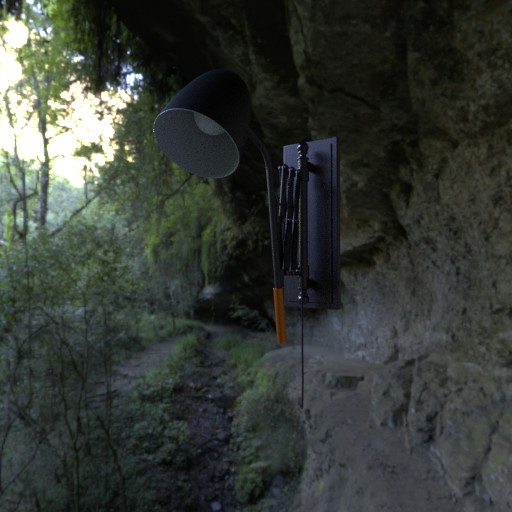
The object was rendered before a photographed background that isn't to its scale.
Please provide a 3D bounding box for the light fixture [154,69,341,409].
[{"bbox_3d":[0.000,0.000,0.926,0.162,0.715,0.499,-1,-2,35],"label":"light fixture"}]
